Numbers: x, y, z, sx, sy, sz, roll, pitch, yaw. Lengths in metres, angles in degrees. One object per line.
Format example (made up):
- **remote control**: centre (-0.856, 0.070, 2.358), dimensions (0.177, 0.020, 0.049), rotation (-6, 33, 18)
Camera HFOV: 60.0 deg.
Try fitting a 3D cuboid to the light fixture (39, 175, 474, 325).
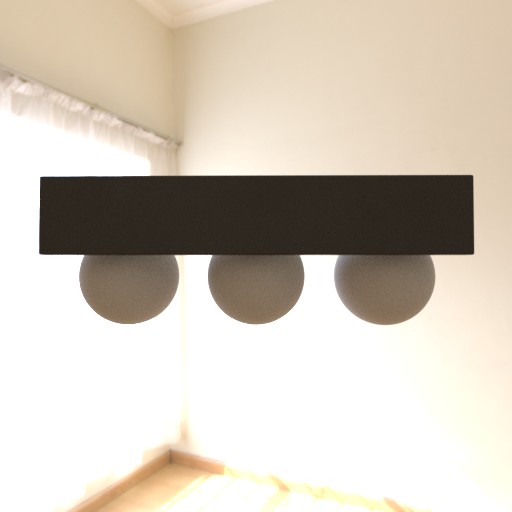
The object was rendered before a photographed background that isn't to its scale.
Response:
- **light fixture**: centre (0.000, 0.000, 0.840), dimensions (0.721, 0.263, 0.218), rotation (0, -1, 1)
